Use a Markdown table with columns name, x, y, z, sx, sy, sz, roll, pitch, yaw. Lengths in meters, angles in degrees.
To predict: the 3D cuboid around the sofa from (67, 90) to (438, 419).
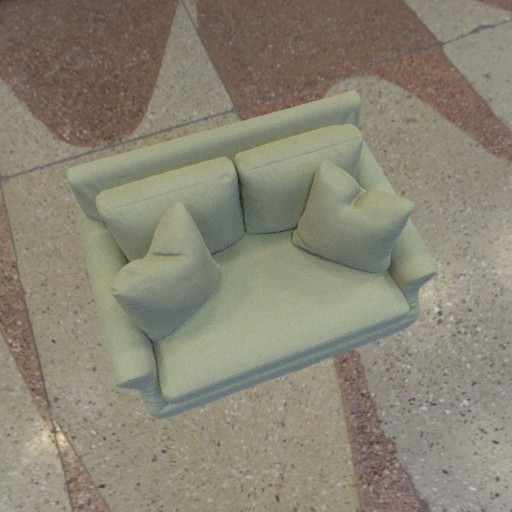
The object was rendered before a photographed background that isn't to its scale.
| name | x | y | z | sx | sy | sz | roll | pitch | yaw |
| --- | --- | --- | --- | --- | --- | --- | --- | --- | --- |
| sofa | 0.000 | 0.000 | 2.179 | 1.550 | 0.905 | 1.070 | -18 | 65 | -9 |
